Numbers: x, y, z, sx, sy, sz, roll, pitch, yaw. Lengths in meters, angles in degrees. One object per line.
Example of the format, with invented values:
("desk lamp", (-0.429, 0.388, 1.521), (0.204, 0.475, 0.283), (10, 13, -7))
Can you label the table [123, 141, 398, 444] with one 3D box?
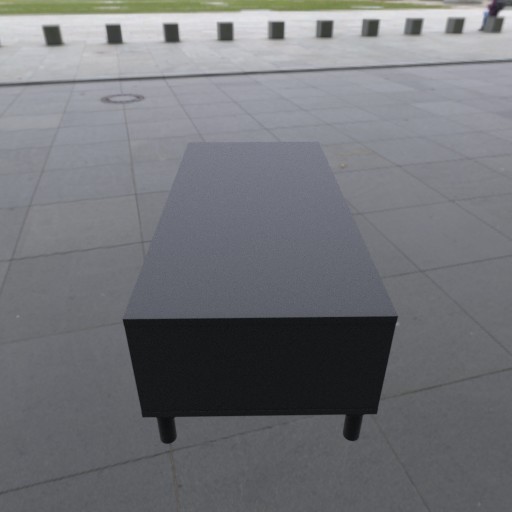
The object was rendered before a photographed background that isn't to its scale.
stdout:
("table", (0.000, 0.000, 1.416), (0.550, 0.400, 1.100), (-1, 32, -1))
